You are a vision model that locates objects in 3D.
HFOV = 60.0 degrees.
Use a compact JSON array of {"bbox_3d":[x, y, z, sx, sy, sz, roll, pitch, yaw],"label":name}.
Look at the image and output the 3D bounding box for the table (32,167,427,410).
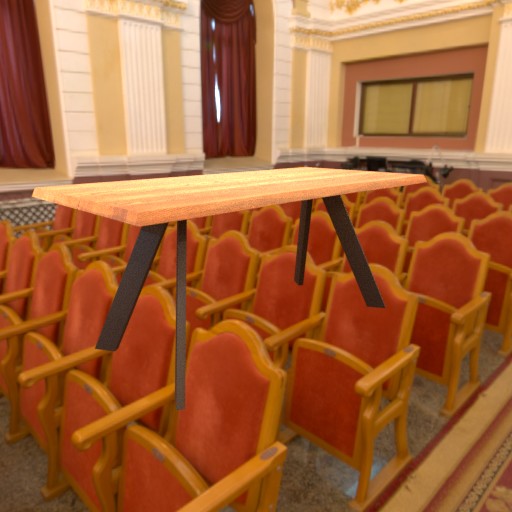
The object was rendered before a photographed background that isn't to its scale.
[{"bbox_3d":[0.000,0.000,2.278,1.800,0.770,0.900,-14,21,-42],"label":"table"}]
